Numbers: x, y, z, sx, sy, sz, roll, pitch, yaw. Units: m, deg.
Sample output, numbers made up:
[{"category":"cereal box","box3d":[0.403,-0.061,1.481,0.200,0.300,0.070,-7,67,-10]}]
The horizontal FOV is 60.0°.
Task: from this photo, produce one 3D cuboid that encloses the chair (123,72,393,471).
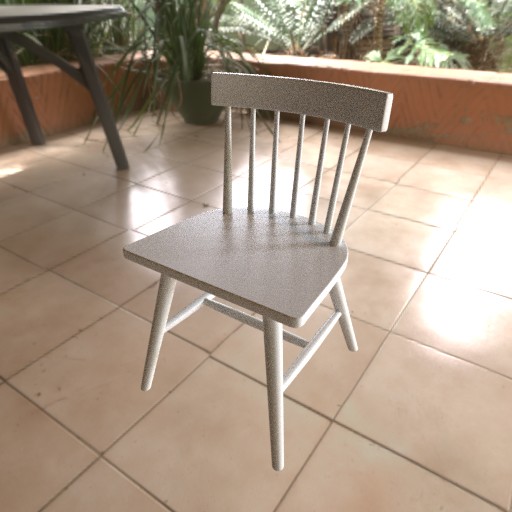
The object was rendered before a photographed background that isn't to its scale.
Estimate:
[{"category":"chair","box3d":[0.000,0.000,1.118,0.483,0.787,0.500,19,36,28]}]
